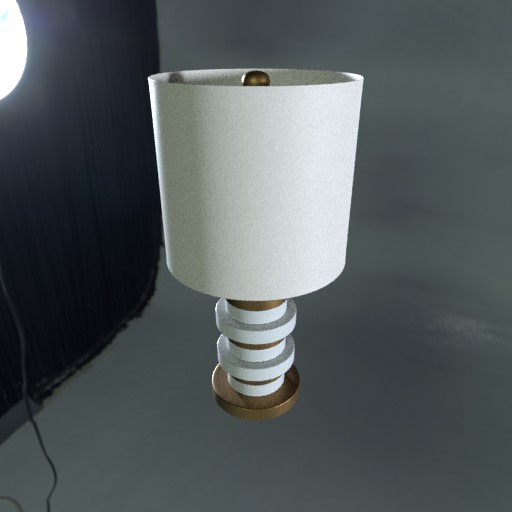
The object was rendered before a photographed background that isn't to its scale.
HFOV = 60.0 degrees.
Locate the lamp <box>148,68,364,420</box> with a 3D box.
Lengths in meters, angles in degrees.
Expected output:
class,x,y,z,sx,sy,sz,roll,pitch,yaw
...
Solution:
class,x,y,z,sx,sy,sz,roll,pitch,yaw
lamp,0.000,0.000,0.530,0.210,0.410,0.210,8,28,16
